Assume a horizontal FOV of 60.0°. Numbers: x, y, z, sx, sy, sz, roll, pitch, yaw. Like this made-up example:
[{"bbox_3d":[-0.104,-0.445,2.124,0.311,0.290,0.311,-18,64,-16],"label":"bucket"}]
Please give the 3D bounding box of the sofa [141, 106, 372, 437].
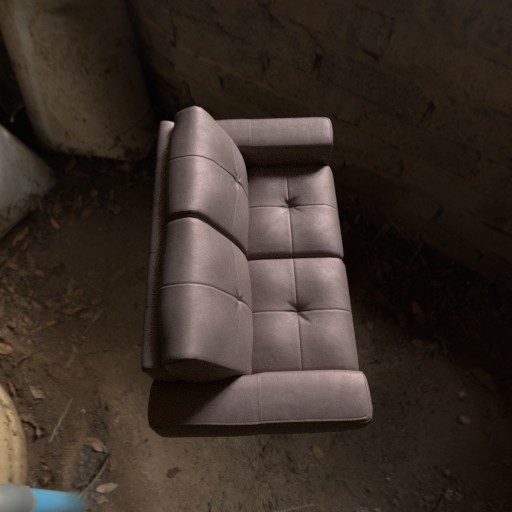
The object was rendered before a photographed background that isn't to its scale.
[{"bbox_3d":[0.000,0.000,2.408,1.018,0.907,1.806,-2,64,-1],"label":"sofa"}]
